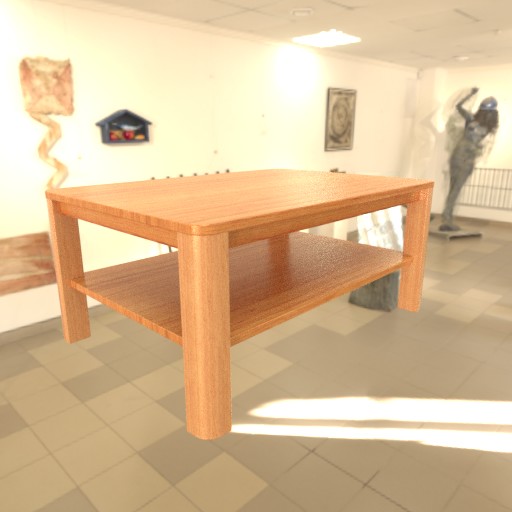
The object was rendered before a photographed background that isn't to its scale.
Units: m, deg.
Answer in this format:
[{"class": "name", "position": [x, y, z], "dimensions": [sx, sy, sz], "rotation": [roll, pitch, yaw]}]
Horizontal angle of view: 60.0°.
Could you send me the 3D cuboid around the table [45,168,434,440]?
[{"class": "table", "position": [0.000, 0.000, 1.394], "dimensions": [0.696, 0.445, 0.997], "rotation": [15, 22, 42]}]
